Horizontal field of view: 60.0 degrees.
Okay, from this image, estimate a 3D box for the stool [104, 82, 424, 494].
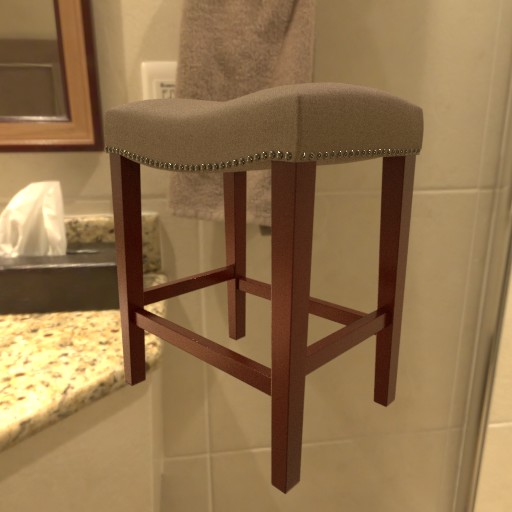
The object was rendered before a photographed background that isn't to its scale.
[{"bbox_3d":[0.000,0.000,0.916,0.509,0.632,0.375,14,20,42],"label":"stool"}]
